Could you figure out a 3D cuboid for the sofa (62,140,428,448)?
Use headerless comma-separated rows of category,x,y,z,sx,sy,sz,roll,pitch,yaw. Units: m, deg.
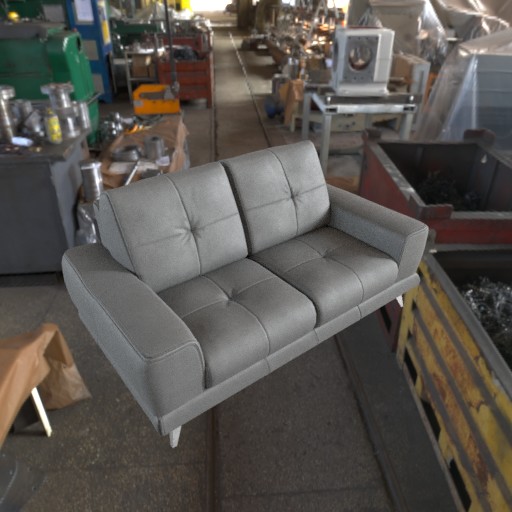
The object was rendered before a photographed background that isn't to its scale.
sofa,0.000,0.000,2.430,1.806,0.907,1.018,-22,38,-32
